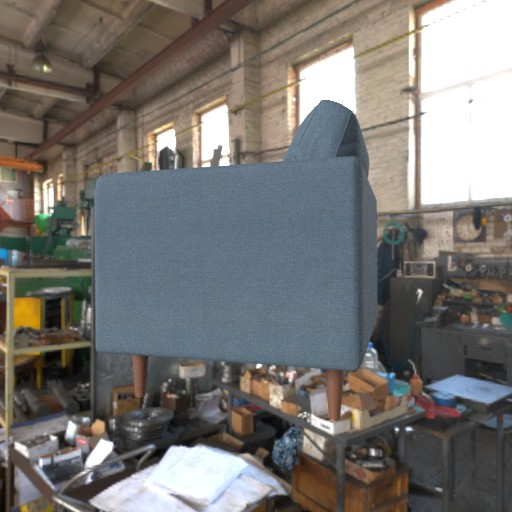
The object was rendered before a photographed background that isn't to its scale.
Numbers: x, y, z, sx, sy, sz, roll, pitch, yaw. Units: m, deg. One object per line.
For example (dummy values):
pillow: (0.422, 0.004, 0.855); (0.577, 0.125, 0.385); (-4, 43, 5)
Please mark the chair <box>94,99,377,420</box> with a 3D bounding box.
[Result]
chair: (0.000, 0.000, 1.610); (0.820, 0.922, 0.855); (0, 0, 18)
